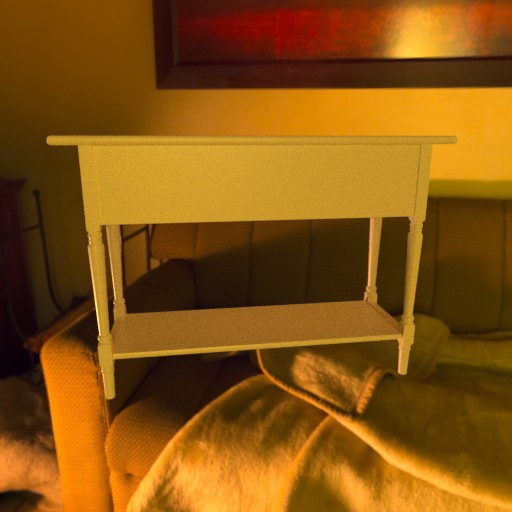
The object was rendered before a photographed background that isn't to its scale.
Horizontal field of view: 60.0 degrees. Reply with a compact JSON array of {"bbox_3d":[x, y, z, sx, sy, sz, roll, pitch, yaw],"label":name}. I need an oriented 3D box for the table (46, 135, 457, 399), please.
[{"bbox_3d":[0.000,0.000,1.555,1.191,0.814,0.386,-2,15,-8],"label":"table"}]
